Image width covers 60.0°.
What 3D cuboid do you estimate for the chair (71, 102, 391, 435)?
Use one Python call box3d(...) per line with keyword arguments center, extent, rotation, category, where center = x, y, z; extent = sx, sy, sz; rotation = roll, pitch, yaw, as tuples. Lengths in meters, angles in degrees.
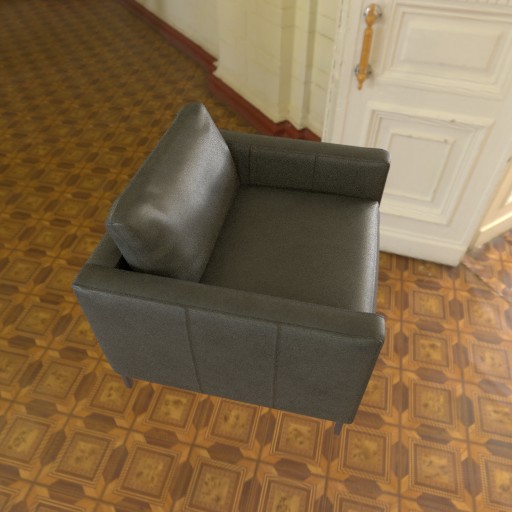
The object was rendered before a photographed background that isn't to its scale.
box3d(center=(0.000, 0.000, 1.546), extent=(0.861, 0.824, 0.967), rotation=(9, 48, 9), category="chair")
